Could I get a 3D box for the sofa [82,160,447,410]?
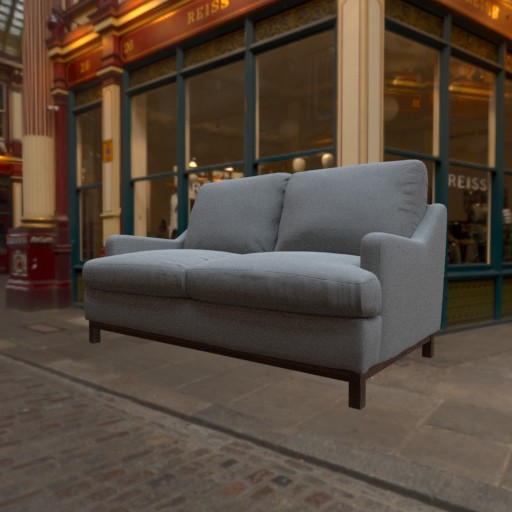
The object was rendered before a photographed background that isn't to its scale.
[{"bbox_3d":[0.000,0.000,2.208,1.589,0.921,0.987,2,3,37],"label":"sofa"}]
